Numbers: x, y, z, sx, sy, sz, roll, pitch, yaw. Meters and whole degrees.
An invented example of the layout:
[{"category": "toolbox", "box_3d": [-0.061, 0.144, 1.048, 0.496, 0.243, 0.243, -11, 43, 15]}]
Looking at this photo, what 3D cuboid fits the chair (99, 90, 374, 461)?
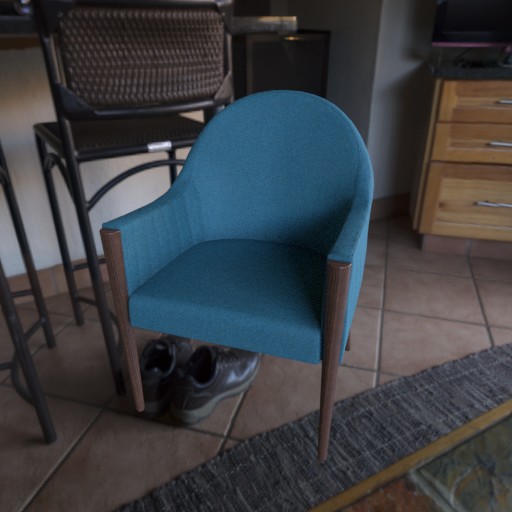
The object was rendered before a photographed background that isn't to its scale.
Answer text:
[{"category": "chair", "box_3d": [0.000, 0.000, 1.368, 0.656, 0.907, 0.652, 8, 27, 17]}]
